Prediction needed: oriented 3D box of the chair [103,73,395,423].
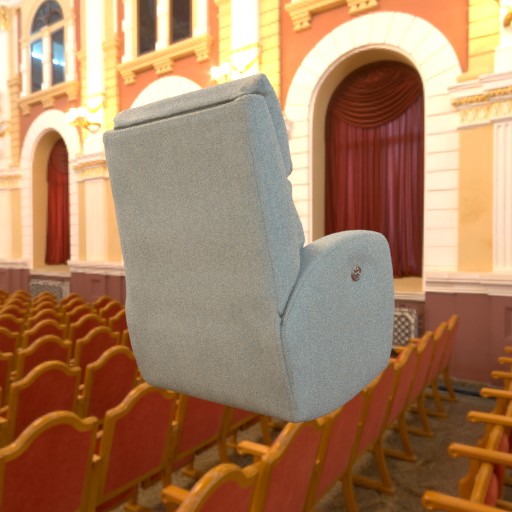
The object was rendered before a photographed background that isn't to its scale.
[{"bbox_3d":[0.000,0.000,1.661,0.794,1.016,0.940,1,1,35],"label":"chair"}]
